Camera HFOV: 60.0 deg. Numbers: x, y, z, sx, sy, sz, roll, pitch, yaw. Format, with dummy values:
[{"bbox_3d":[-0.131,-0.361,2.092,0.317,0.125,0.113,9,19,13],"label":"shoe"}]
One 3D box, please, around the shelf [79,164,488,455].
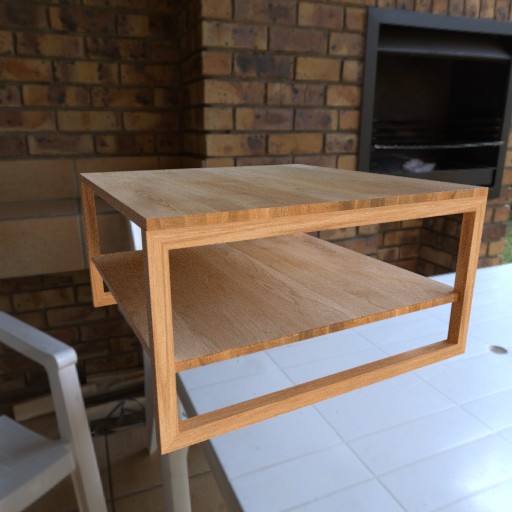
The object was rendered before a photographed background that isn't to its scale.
[{"bbox_3d":[0.000,0.000,1.403,0.899,0.480,0.899,-8,18,-27],"label":"shelf"}]
